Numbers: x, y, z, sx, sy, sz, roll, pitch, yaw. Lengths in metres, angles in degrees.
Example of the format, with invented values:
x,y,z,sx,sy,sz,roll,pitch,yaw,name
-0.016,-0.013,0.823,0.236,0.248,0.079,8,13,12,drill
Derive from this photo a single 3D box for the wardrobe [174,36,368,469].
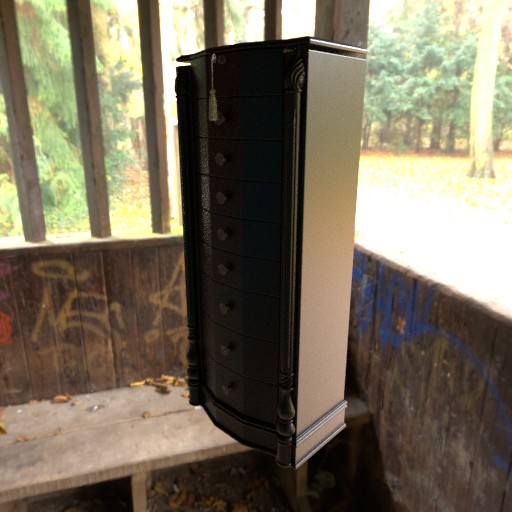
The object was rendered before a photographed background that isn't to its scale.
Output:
x,y,z,sx,sy,sz,roll,pitch,yaw,name
0.000,0.000,1.189,0.444,1.011,0.295,16,23,41,wardrobe
